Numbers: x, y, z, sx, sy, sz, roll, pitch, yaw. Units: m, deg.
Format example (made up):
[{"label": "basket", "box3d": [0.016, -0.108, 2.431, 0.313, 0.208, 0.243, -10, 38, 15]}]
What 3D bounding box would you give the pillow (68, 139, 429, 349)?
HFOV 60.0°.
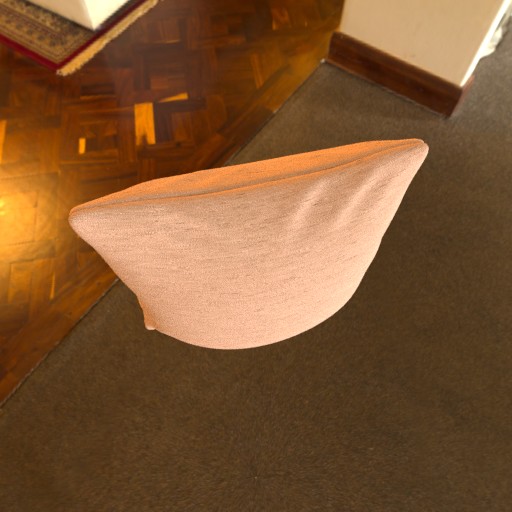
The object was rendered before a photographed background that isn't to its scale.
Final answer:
[{"label": "pillow", "box3d": [0.000, 0.000, 0.690, 0.432, 0.415, 0.246, -12, 64, -6]}]
